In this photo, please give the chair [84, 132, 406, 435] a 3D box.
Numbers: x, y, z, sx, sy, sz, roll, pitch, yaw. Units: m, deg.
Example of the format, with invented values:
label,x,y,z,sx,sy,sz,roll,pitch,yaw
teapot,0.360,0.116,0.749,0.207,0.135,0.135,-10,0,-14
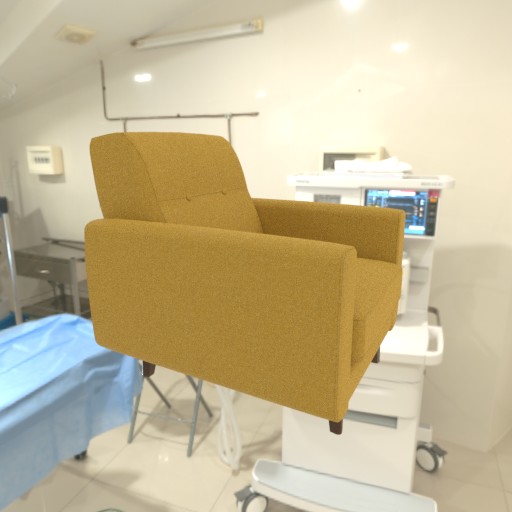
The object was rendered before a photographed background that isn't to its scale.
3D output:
label,x,y,z,sx,sy,sz,roll,pitch,yaw
chair,0.000,0.000,1.549,0.909,0.841,0.831,7,16,27
